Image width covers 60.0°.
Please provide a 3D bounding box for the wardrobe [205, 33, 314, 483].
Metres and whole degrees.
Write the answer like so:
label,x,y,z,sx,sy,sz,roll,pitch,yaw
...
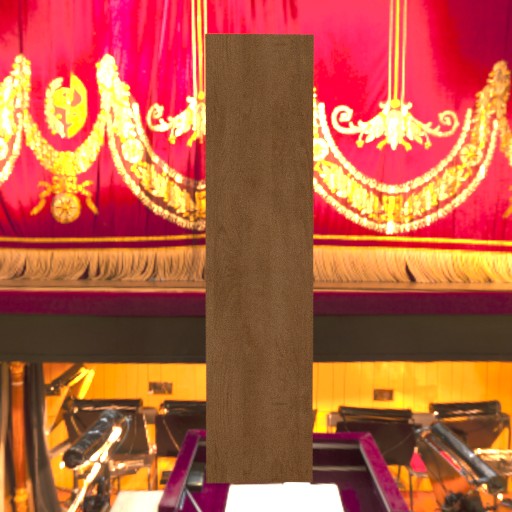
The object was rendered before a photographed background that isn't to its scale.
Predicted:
label,x,y,z,sx,sy,sz,roll,pitch,yaw
wardrobe,0.000,0.000,2.859,0.480,2.000,1.770,0,2,-1
